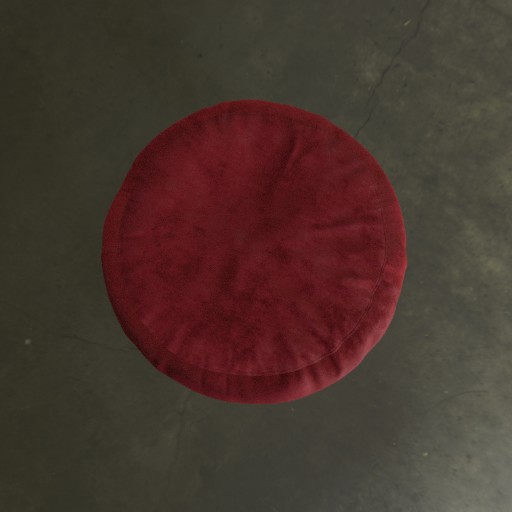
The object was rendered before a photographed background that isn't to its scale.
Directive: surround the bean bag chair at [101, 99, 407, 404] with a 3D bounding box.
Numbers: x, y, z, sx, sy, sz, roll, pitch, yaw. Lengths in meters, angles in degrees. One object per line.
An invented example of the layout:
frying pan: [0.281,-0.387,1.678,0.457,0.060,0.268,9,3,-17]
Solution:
bean bag chair: [0.000,0.000,1.940,1.219,0.762,1.219,0,77,0]
